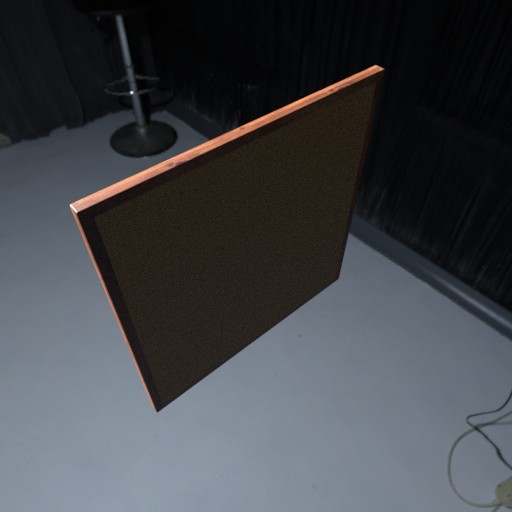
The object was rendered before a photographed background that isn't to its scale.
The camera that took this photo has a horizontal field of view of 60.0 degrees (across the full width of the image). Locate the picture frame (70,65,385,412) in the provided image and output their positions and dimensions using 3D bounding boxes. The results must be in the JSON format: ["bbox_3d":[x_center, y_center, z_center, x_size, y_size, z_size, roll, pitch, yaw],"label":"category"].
[{"bbox_3d":[0.000,0.000,1.224,0.810,0.817,0.029,-32,55,-26],"label":"picture frame"}]
